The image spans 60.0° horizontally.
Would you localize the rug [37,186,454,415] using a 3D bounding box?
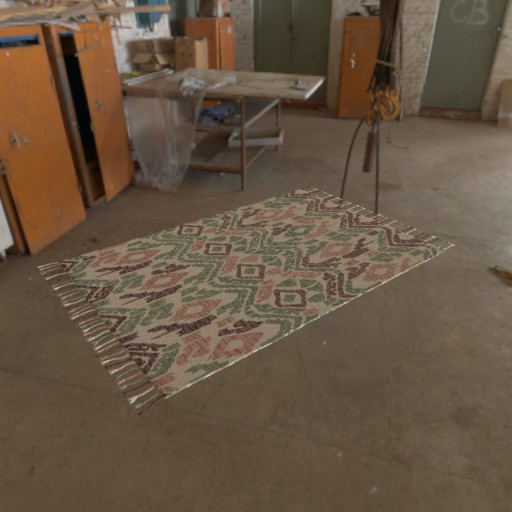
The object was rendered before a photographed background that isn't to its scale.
[{"bbox_3d":[0.000,0.000,2.997,2.438,0.011,1.524,-21,36,-32],"label":"rug"}]
